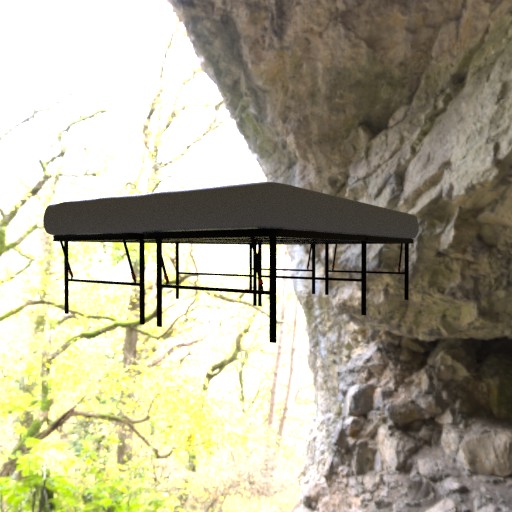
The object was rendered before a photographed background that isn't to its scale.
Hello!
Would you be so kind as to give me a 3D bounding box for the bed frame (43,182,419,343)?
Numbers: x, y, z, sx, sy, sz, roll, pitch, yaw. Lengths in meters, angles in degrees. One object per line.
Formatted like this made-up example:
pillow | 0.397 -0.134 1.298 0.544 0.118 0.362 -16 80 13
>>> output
bed frame | 0.000 0.000 2.952 1.584 0.667 2.151 1 1 35
